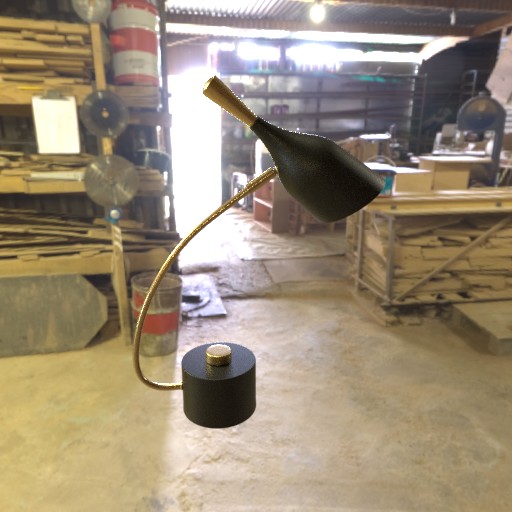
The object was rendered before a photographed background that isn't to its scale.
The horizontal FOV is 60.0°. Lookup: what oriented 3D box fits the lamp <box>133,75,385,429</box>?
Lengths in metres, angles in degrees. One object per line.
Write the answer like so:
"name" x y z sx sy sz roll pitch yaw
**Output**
"lamp" 0.000 0.000 0.613 0.352 0.464 0.110 -3 17 -10
